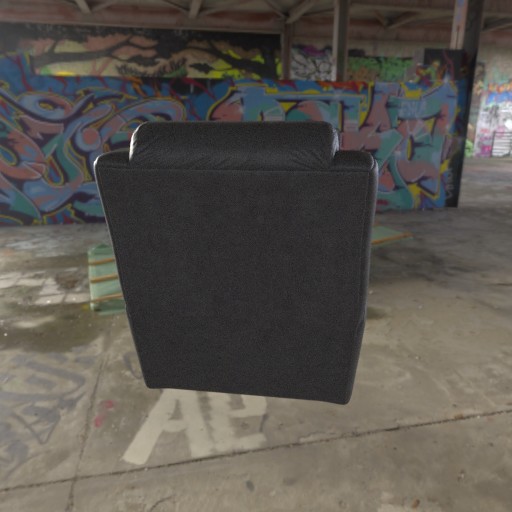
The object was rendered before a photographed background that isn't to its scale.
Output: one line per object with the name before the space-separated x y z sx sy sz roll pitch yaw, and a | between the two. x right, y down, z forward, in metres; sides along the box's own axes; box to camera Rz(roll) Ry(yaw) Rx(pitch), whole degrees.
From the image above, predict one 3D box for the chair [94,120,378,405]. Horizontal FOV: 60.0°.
chair | 0.000 0.000 1.923 0.967 1.116 1.068 2 17 8
